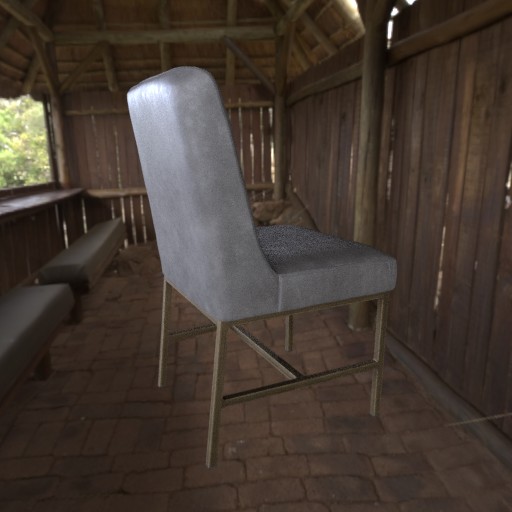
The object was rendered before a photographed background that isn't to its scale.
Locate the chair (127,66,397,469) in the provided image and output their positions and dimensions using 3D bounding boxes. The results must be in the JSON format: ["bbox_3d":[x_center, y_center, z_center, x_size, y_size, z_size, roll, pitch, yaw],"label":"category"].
[{"bbox_3d":[0.000,0.000,1.232,0.587,0.889,0.508,-7,16,-27],"label":"chair"}]
